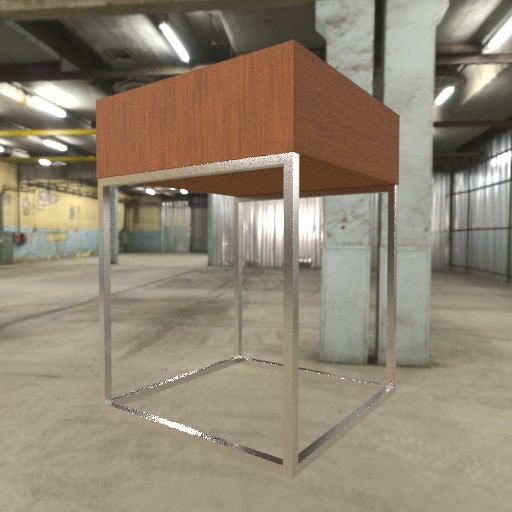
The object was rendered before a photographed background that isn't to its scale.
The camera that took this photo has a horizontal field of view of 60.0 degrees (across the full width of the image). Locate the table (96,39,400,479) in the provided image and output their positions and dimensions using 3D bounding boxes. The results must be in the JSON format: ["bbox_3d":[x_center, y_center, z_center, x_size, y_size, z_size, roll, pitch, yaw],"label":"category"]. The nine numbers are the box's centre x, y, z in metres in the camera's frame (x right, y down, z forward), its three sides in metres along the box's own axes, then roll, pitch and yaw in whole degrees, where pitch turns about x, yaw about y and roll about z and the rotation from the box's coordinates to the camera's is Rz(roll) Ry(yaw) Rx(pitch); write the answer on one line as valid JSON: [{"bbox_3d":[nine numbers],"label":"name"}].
[{"bbox_3d":[0.000,0.000,0.819,0.398,0.540,0.397,1,2,36],"label":"table"}]
